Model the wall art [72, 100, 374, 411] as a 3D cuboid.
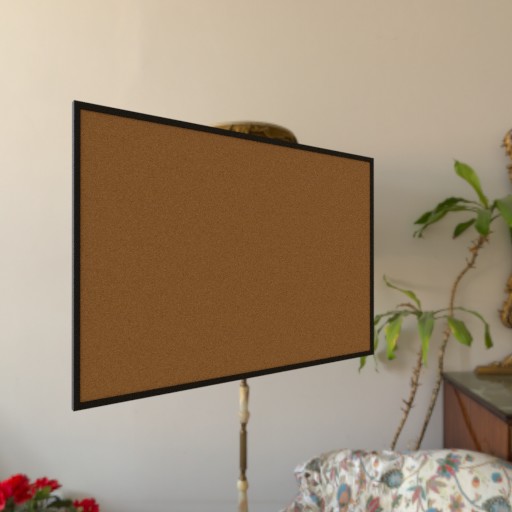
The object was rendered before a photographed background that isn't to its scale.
[{"bbox_3d":[0.000,0.000,0.848,0.664,0.458,0.013,0,0,-35],"label":"wall art"}]
